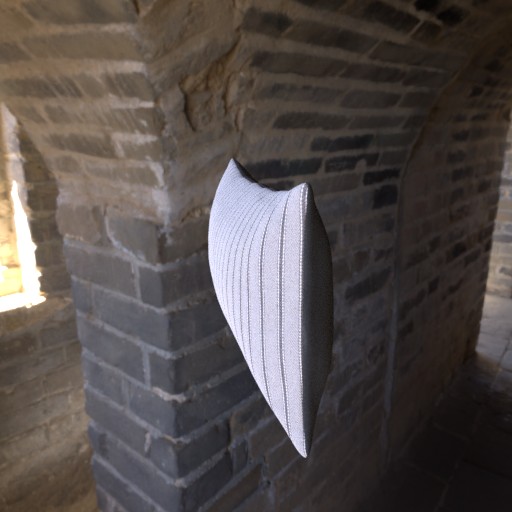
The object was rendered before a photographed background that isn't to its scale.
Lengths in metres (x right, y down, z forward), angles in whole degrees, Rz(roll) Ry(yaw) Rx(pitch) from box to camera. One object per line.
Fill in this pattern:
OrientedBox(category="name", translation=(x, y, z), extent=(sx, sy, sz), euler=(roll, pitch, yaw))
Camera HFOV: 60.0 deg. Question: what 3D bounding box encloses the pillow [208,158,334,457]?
OrientedBox(category="pillow", translation=(0.000, 0.000, 0.732), extent=(0.151, 0.305, 0.609), euler=(-3, 16, -9))
